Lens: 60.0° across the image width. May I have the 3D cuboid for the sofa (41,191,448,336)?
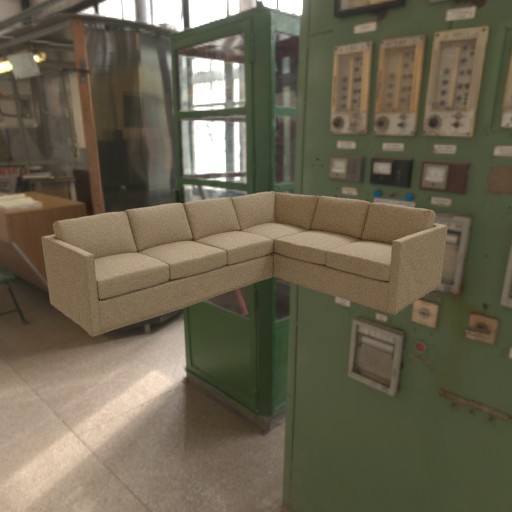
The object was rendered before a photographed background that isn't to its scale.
[{"bbox_3d":[0.000,0.000,4.371,3.182,0.871,2.432,-15,22,-43],"label":"sofa"}]
